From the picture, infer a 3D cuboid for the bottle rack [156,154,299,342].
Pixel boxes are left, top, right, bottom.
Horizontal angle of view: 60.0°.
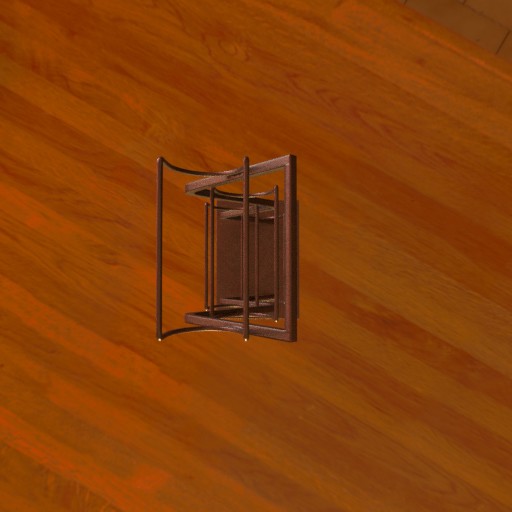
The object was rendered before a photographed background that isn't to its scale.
[{"bbox_3d":[0.000,0.000,0.684,0.178,0.559,0.254,0,88,1],"label":"bottle rack"}]
